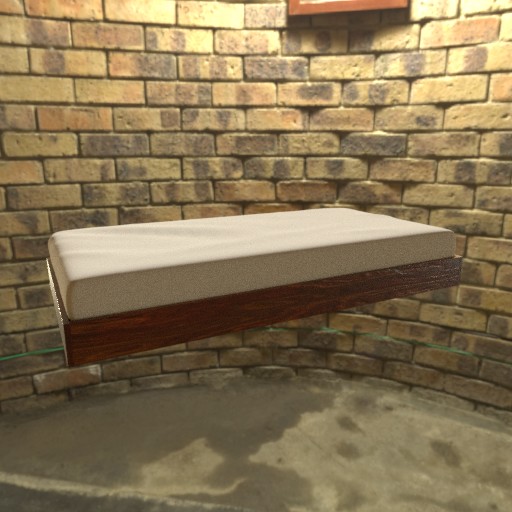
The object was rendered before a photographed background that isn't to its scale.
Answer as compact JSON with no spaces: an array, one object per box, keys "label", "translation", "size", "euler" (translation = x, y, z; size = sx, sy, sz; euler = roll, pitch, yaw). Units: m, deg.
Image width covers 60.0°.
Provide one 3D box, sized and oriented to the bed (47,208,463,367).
[{"label":"bed","translation":[0.000,0.000,2.218],"size":[1.860,0.312,0.940],"euler":[-7,16,-26]}]
